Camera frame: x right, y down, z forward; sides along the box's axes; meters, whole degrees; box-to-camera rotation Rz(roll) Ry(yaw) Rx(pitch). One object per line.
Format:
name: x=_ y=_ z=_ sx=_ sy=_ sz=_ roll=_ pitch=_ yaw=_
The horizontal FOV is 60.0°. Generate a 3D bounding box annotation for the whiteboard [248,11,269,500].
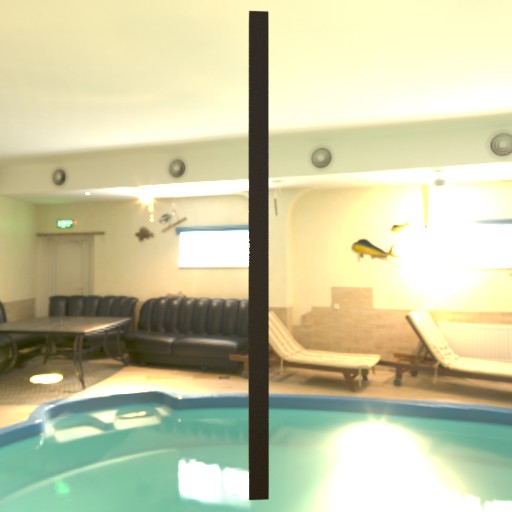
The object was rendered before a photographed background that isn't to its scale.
whiteboard: x=0.000 y=0.000 z=0.755 sx=0.026 sy=0.611 sz=0.406 roll=0 pitch=-1 yaw=-1
